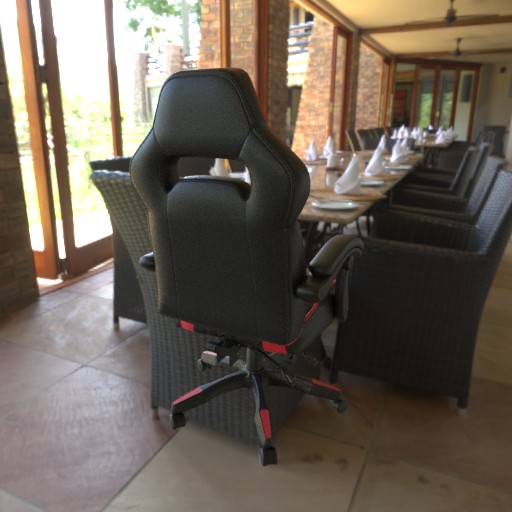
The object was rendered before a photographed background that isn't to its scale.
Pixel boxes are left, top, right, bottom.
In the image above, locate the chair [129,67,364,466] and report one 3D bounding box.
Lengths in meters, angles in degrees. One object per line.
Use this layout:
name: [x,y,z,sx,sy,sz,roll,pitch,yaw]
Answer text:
chair: [0.000,0.000,1.625,0.700,1.220,0.700,9,19,27]
